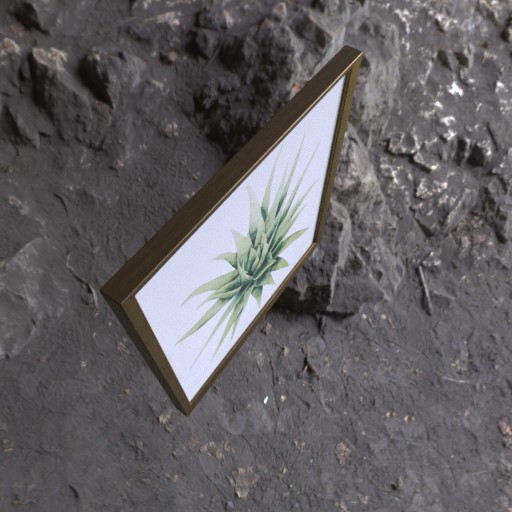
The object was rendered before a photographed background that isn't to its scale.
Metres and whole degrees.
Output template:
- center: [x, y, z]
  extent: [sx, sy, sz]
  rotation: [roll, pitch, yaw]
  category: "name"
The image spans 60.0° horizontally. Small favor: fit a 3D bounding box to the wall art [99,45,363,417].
- center: [0.000, 0.000, 0.762]
  extent: [0.030, 0.506, 0.503]
  rotation: [31, 63, 18]
  category: "wall art"
